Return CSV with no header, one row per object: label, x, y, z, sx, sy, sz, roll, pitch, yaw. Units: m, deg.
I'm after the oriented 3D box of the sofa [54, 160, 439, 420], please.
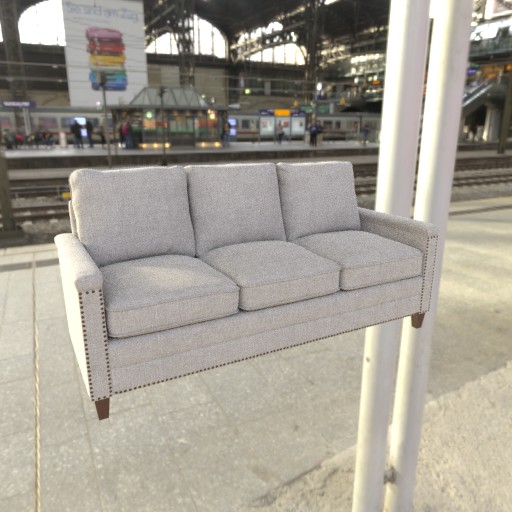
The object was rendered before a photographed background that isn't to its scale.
sofa,0.000,0.000,2.407,1.925,0.959,0.828,-8,18,-27
